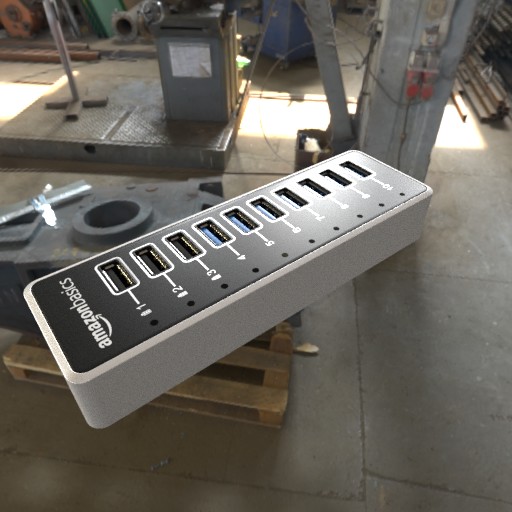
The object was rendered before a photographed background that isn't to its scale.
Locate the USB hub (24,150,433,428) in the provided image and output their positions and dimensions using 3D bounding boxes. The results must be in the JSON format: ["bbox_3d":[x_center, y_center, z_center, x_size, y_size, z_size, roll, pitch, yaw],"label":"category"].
[{"bbox_3d":[0.000,0.000,0.160,0.145,0.023,0.044,-27,48,-27],"label":"USB hub"}]
